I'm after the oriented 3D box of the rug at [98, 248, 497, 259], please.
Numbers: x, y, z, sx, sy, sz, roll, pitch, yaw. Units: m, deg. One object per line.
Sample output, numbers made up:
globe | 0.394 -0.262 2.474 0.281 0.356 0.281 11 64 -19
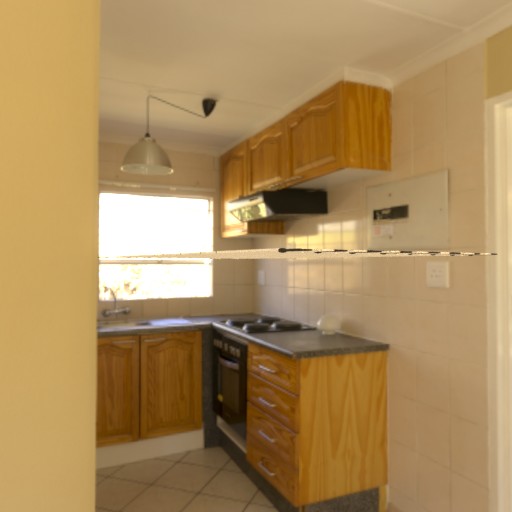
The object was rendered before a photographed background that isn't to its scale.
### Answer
rug | 0.000 0.000 3.243 1.524 0.021 2.755 1 -1 -35
